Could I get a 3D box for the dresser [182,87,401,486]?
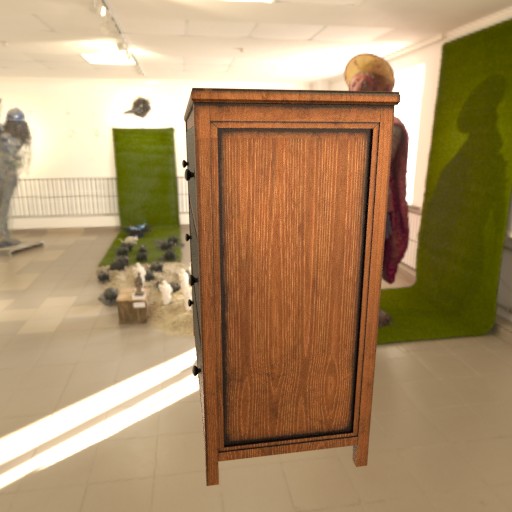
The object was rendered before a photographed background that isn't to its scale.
[{"bbox_3d":[0.000,0.000,1.913,0.591,1.224,1.250,-2,15,-9],"label":"dresser"}]
